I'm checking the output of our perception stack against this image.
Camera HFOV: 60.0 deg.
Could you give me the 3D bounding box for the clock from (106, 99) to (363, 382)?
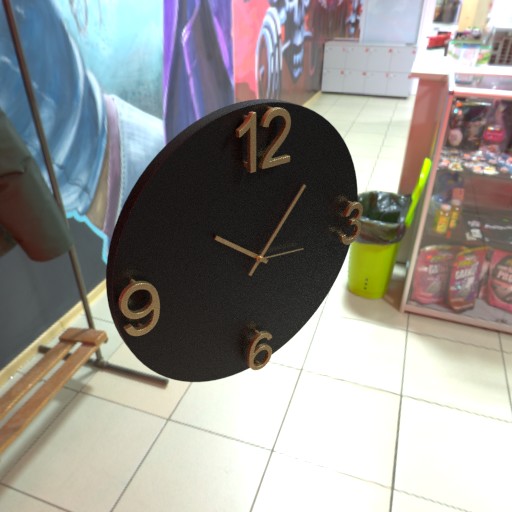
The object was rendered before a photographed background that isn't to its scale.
[{"bbox_3d":[0.000,0.000,0.679,0.454,0.454,0.038,-22,38,-32],"label":"clock"}]
